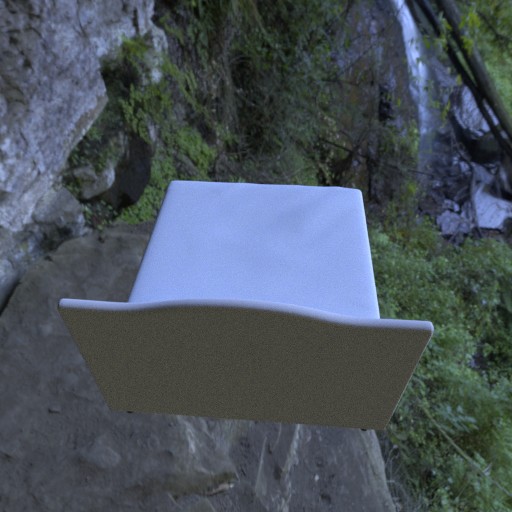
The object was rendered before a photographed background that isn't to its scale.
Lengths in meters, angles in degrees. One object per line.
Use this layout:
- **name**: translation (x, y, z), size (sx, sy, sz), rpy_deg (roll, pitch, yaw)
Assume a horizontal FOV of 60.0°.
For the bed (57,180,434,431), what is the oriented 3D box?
- **bed**: translation (0.000, 0.000, 3.595), size (2.083, 1.421, 2.182), rpy_deg (3, 46, 3)
